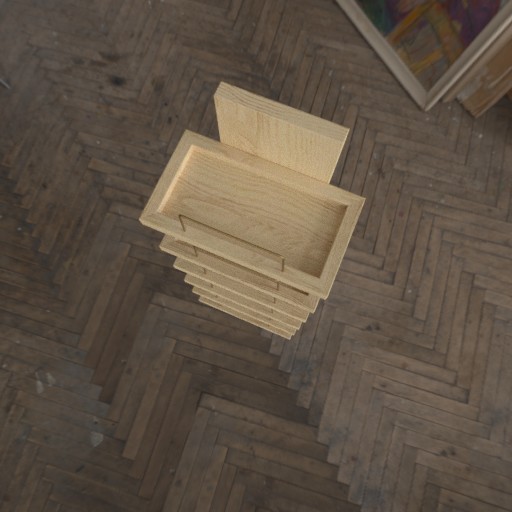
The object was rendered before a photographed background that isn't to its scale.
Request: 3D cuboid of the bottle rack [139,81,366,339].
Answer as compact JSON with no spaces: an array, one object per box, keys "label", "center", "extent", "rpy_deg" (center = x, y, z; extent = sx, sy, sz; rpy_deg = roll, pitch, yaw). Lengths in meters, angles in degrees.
[{"label":"bottle rack","center":[0.000,0.000,1.061],"extent":[0.330,0.943,0.206],"rpy_deg":[22,76,6]}]
